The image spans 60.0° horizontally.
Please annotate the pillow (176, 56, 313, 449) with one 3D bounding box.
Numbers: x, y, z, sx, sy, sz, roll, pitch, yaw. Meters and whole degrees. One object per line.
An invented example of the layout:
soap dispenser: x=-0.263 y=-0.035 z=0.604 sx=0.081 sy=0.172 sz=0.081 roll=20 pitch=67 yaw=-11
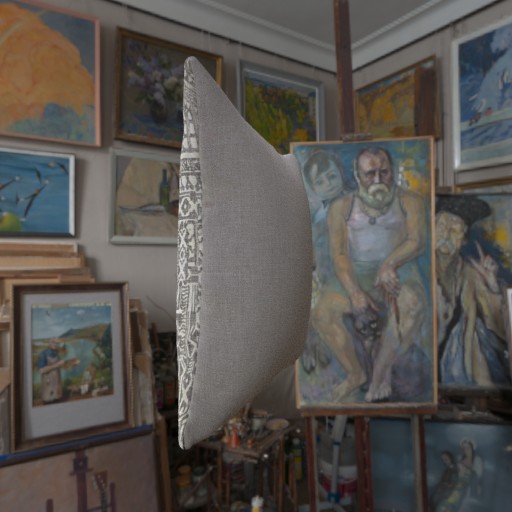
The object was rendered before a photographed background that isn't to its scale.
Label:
pillow: x=0.000 y=0.000 z=0.786 sx=0.180 sy=0.487 sz=0.546 roll=0 pitch=-1 yaw=18
